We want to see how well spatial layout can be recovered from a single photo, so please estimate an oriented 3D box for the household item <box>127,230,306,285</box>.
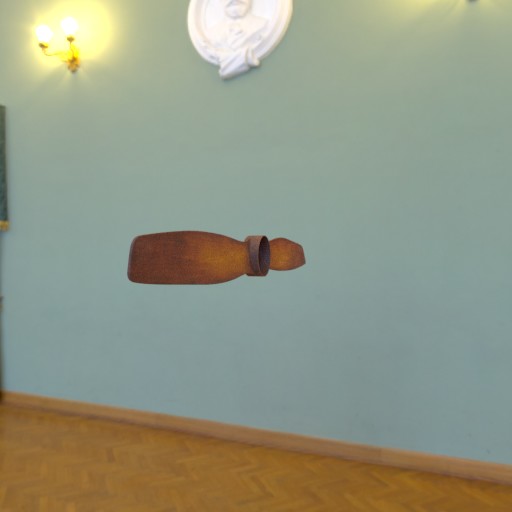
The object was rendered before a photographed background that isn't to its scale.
[{"bbox_3d":[0.000,0.000,1.233,0.051,0.121,1.181,0,0,19],"label":"household item"}]
